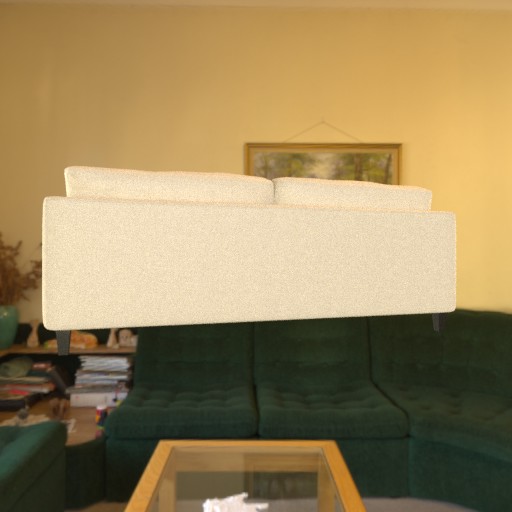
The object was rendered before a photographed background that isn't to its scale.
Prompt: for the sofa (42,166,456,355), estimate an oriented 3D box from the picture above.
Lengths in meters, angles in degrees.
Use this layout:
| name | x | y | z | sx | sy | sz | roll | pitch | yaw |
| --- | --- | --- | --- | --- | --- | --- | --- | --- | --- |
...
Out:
| name | x | y | z | sx | sy | sz | roll | pitch | yaw |
| --- | --- | --- | --- | --- | --- | --- | --- | --- | --- |
| sofa | 0.000 | 0.000 | 2.901 | 2.434 | 0.965 | 0.948 | 0 | 0 | -18 |
